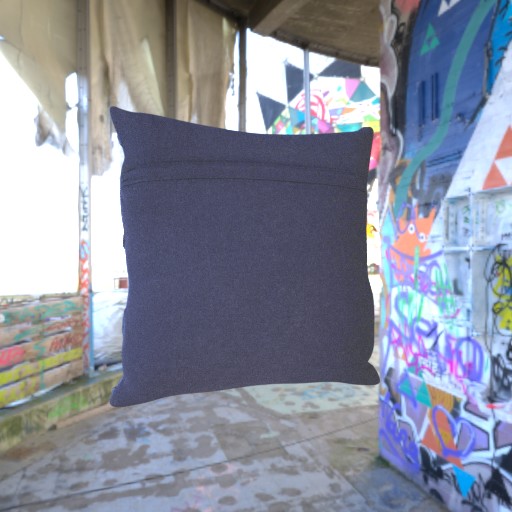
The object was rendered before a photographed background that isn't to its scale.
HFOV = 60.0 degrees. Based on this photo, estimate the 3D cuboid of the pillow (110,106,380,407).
[{"bbox_3d":[0.000,0.000,0.698,0.439,0.440,0.183,0,1,-18],"label":"pillow"}]
